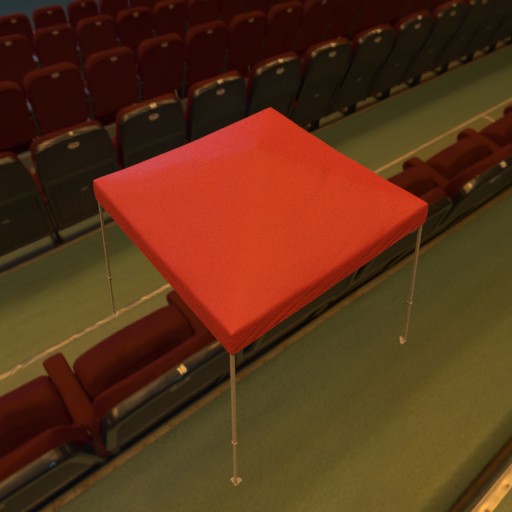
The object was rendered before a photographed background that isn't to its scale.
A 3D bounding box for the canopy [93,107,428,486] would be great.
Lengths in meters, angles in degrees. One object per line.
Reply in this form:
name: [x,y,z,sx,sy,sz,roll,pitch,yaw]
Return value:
canopy: [0.000,0.000,6.328,3.600,3.600,3.599,-31,54,-25]
